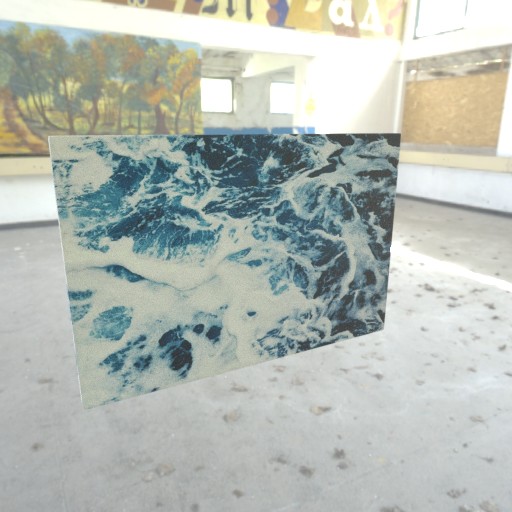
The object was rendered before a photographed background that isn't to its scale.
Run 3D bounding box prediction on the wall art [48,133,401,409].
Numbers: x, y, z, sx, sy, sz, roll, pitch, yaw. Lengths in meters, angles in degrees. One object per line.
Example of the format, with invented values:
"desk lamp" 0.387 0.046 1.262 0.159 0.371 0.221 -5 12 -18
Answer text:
"wall art" 0.000 0.000 1.920 1.524 1.017 0.055 -8 18 -26
